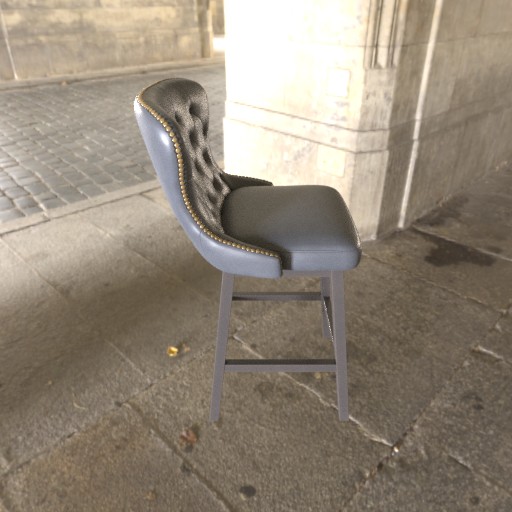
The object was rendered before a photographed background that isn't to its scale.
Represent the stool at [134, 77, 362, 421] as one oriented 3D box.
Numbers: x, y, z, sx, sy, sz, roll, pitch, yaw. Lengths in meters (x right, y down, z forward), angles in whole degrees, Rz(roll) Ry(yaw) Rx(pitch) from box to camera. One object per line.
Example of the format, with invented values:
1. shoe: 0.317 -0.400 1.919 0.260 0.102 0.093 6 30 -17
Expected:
1. stool: 0.000 0.000 1.351 0.593 0.971 0.528 0 31 0
